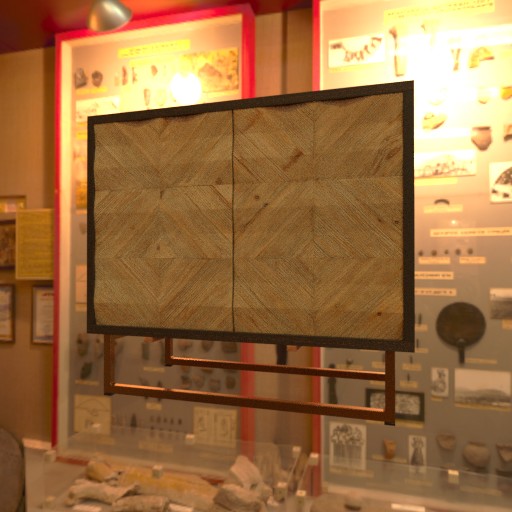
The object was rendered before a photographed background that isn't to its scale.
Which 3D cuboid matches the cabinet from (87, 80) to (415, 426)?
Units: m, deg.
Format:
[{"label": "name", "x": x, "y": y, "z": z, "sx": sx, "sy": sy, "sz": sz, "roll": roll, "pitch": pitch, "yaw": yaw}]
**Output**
[{"label": "cabinet", "x": 0.000, "y": 0.000, "z": 1.439, "sx": 0.950, "sy": 0.860, "sz": 0.451, "roll": 0, "pitch": 0, "yaw": 17}]
